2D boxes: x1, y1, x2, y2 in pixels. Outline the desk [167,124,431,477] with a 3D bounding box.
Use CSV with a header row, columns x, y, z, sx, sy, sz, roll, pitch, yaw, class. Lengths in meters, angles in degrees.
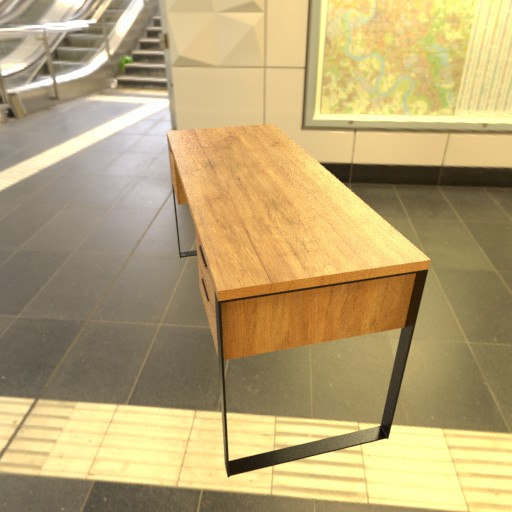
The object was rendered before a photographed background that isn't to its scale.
x,y,z,sx,sy,sz,roll,pitch,yaw,class
0.000,0.000,1.981,0.600,0.760,1.520,-8,32,-12,desk
